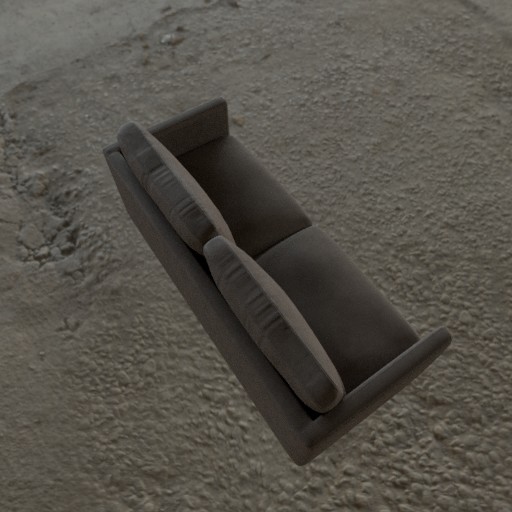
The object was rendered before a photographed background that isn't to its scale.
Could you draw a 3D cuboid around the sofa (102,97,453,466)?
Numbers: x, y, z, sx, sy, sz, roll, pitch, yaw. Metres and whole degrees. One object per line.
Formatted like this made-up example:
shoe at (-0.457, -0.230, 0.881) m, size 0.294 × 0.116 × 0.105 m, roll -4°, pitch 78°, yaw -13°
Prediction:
sofa at (0.000, 0.000, 2.753) m, size 0.951 × 0.965 × 2.208 m, roll -30°, pitch 63°, yaw -17°
